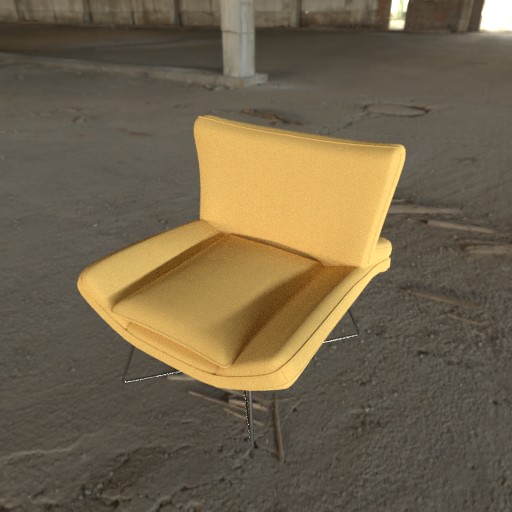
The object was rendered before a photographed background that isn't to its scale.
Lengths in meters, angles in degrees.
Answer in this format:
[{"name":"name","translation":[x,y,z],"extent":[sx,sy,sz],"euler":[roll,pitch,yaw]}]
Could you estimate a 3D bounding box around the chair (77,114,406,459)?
[{"name":"chair","translation":[0.000,0.000,1.660],"extent":[0.859,0.855,1.008],"euler":[18,34,29]}]
